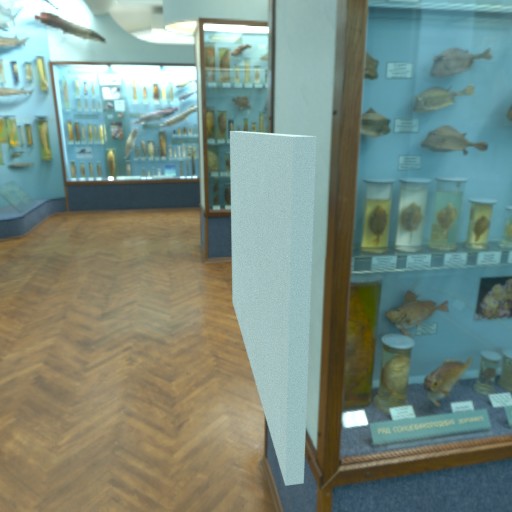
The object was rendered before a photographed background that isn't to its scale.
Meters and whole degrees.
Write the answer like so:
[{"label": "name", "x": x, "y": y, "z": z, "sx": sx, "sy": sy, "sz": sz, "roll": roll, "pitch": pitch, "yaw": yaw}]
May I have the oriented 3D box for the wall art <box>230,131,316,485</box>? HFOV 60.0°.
[{"label": "wall art", "x": 0.000, "y": 0.000, "z": 1.683, "sx": 0.051, "sy": 0.902, "sz": 1.308, "roll": -3, "pitch": 16, "yaw": -9}]
